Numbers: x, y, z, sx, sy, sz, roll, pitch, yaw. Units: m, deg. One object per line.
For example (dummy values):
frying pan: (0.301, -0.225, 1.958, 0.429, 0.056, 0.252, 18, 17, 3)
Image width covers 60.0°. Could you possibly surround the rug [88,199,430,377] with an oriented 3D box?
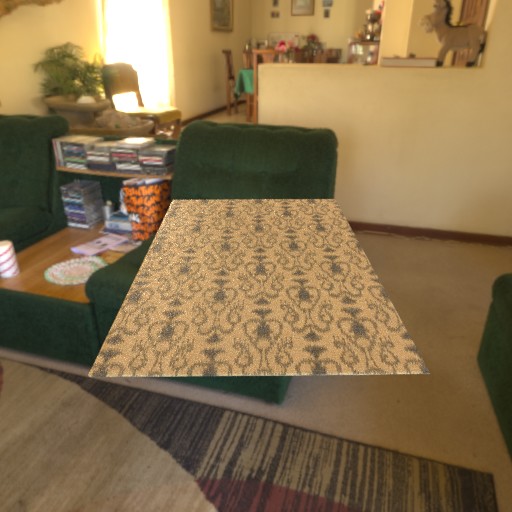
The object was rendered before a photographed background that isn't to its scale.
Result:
rug: (0.000, 0.000, 2.080, 1.035, 0.006, 1.652, 0, 26, -1)
